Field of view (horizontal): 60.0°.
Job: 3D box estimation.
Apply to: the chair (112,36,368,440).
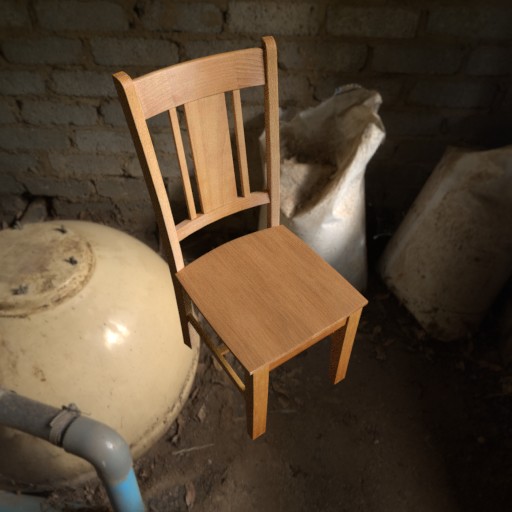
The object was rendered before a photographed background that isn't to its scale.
[{"bbox_3d":[0.000,0.000,1.300,0.450,0.998,0.556,-26,50,-24],"label":"chair"}]
